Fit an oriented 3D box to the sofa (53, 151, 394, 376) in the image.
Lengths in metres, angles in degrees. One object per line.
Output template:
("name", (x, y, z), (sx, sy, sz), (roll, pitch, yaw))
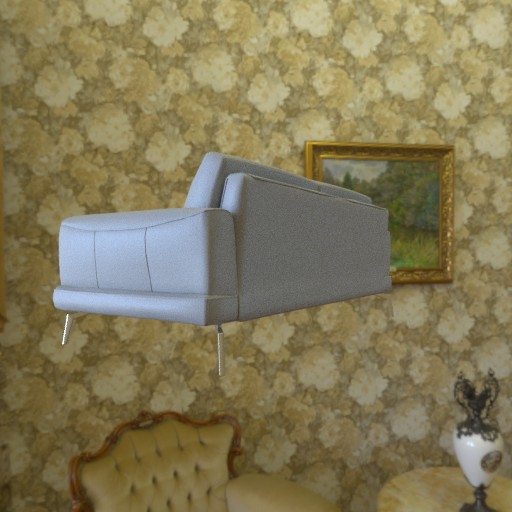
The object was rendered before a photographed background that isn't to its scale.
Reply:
("sofa", (0.000, 0.000, 2.828), (1.121, 0.930, 2.177), (0, 0, 35))
